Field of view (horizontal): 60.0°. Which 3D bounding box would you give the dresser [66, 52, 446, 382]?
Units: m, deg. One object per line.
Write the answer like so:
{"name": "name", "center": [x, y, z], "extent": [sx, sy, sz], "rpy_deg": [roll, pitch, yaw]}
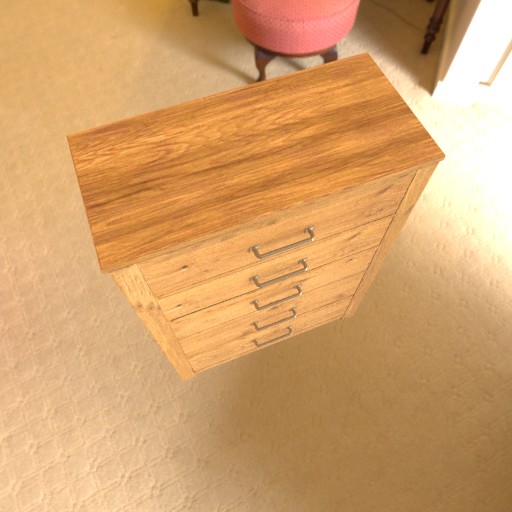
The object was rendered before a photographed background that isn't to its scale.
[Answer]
{"name": "dresser", "center": [0.000, 0.000, 2.011], "extent": [1.081, 1.431, 0.558], "rpy_deg": [-19, 64, -10]}
